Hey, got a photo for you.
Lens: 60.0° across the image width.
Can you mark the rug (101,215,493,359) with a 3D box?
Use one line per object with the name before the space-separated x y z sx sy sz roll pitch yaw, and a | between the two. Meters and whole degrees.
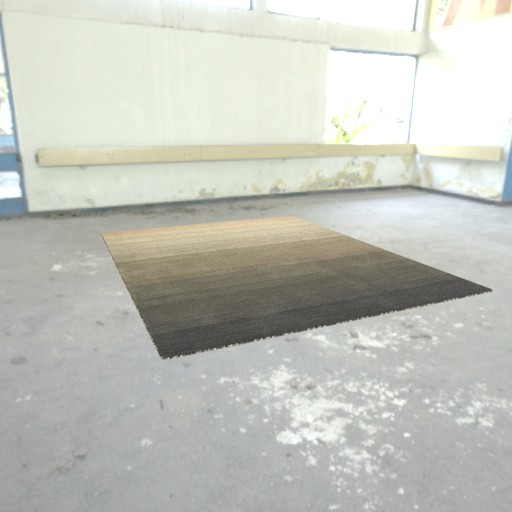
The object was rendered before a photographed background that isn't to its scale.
rug | 0.000 0.000 3.868 2.305 0.017 2.902 -7 18 -23
